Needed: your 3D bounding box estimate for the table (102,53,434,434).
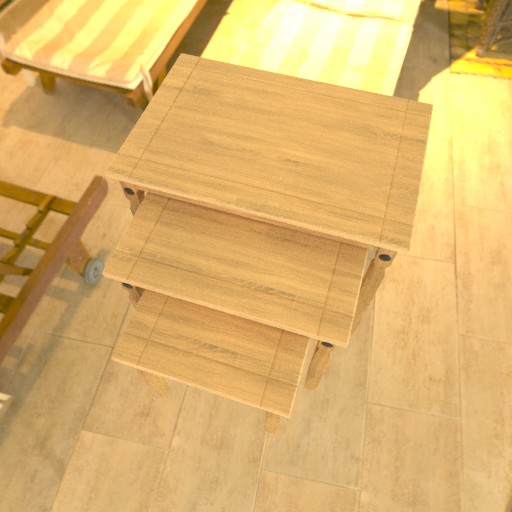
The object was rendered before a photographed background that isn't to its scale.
[{"bbox_3d":[0.000,0.000,1.165,0.660,0.535,0.773,15,61,9],"label":"table"}]
